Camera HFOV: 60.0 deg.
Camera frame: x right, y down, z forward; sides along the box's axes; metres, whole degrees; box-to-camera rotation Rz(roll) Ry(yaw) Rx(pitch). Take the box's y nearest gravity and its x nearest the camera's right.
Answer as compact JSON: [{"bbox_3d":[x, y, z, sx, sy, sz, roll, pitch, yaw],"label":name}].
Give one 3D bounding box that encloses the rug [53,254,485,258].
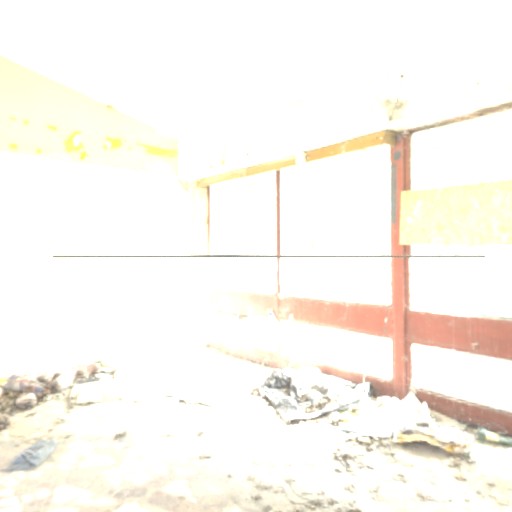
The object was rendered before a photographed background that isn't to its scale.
[{"bbox_3d":[0.000,0.000,2.335,1.835,0.012,1.231,0,0,-19],"label":"rug"}]
